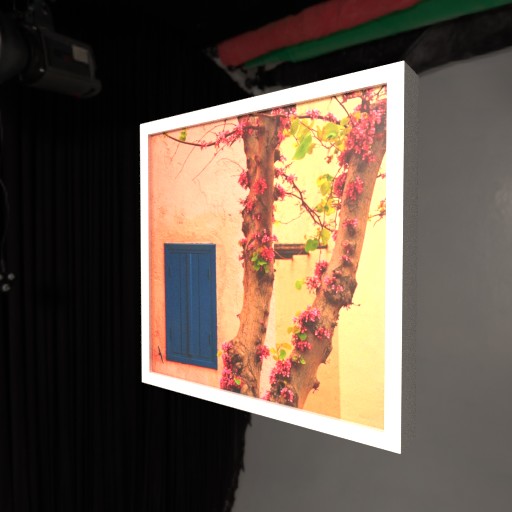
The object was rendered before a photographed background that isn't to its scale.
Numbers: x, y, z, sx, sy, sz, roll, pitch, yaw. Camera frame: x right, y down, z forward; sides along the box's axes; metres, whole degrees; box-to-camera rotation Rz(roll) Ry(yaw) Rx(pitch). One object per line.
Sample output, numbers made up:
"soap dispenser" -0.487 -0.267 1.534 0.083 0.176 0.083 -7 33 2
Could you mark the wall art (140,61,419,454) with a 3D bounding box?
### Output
"wall art" 0.000 0.000 0.445 0.305 0.302 0.038 1 2 36
